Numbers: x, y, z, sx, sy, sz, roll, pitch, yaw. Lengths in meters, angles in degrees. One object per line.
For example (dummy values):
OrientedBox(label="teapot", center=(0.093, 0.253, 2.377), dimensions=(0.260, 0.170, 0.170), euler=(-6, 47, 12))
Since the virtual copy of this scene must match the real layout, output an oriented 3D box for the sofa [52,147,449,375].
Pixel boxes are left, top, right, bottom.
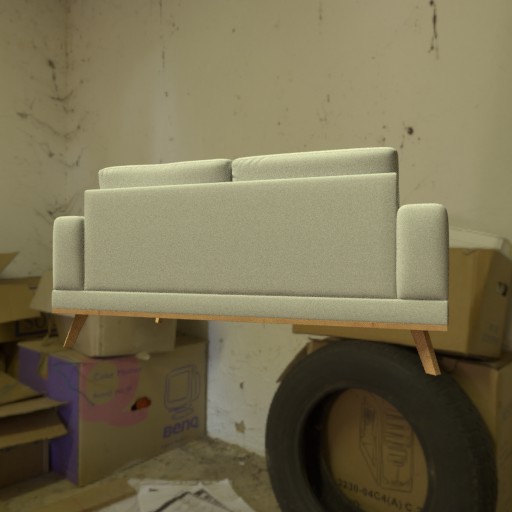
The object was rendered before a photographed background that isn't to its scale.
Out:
OrientedBox(label="sofa", center=(0.000, 0.000, 2.116), dimensions=(1.651, 0.810, 0.915), euler=(0, 0, 18))
